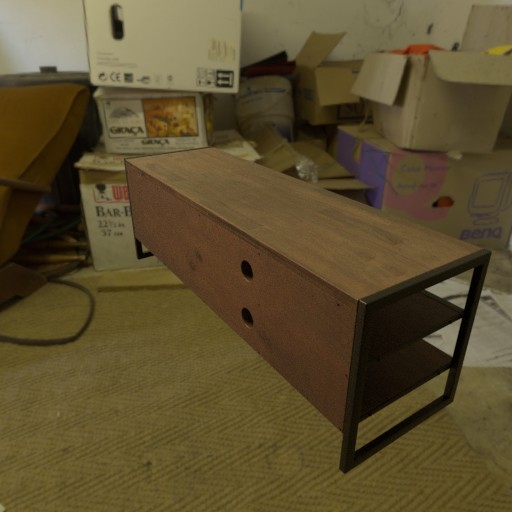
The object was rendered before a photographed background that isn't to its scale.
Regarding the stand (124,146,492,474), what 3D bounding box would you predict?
[{"bbox_3d":[0.000,0.000,1.673,0.454,0.506,1.480,-16,30,-30],"label":"stand"}]
